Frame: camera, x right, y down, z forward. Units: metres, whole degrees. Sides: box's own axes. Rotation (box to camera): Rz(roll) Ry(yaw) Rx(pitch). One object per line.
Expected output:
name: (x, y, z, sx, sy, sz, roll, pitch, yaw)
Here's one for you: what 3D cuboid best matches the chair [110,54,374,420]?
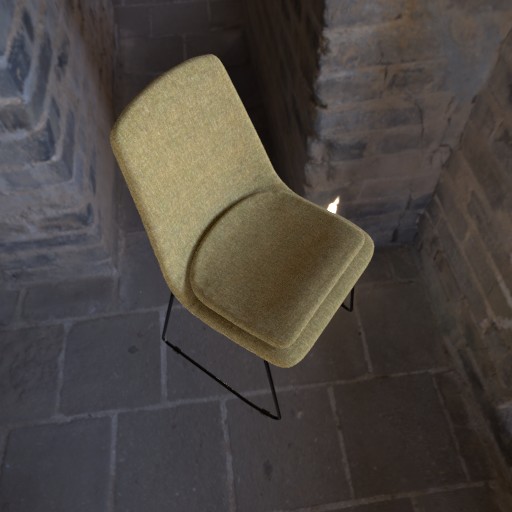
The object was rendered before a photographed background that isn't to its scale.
chair: (0.000, 0.000, 1.146, 0.496, 0.849, 0.479, 31, 63, 18)
